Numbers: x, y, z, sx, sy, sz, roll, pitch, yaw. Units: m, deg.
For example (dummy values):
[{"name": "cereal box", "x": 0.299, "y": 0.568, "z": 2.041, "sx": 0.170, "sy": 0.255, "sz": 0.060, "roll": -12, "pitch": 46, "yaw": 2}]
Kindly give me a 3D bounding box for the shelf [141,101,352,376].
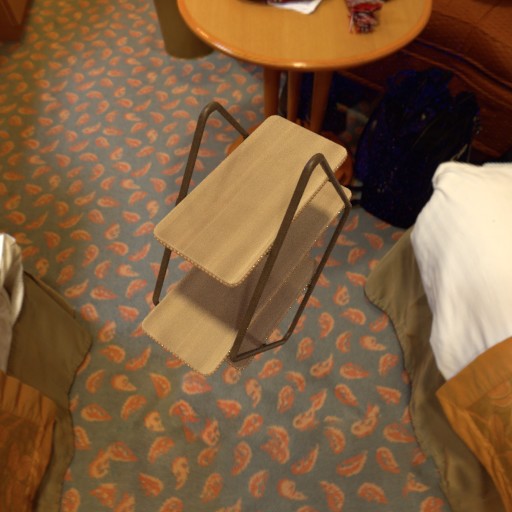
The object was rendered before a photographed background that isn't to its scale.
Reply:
[{"name": "shelf", "x": 0.000, "y": 0.000, "z": 1.069, "sx": 0.234, "sy": 0.774, "sz": 0.609, "roll": 32, "pitch": 63, "yaw": 18}]
